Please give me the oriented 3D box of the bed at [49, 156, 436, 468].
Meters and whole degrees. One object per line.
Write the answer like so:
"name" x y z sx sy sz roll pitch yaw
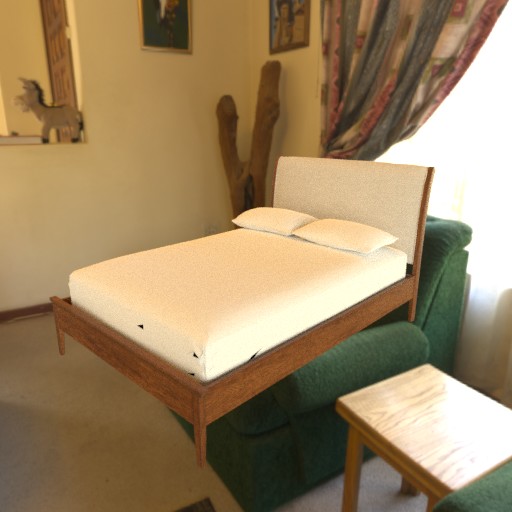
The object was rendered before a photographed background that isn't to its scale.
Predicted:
"bed" 0.000 0.000 3.246 1.612 1.250 2.380 16 23 41
